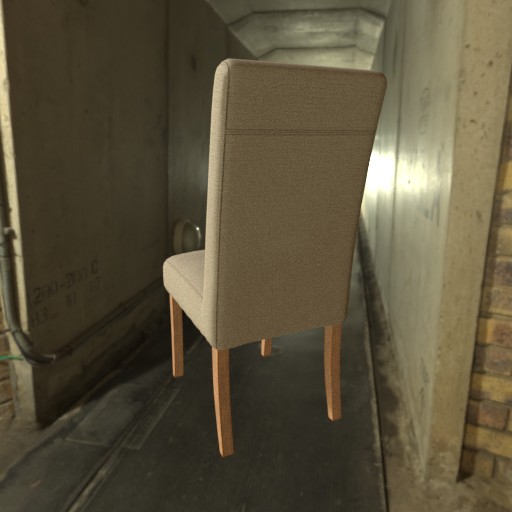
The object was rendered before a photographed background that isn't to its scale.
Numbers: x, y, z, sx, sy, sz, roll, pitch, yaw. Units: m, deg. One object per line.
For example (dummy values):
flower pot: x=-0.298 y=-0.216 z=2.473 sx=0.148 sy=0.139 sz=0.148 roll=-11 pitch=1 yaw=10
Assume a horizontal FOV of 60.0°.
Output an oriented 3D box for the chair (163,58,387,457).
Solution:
chair: x=0.000 y=0.000 z=1.381 sx=0.450 sy=1.033 sz=0.611 roll=-7 pitch=17 yaw=-25
